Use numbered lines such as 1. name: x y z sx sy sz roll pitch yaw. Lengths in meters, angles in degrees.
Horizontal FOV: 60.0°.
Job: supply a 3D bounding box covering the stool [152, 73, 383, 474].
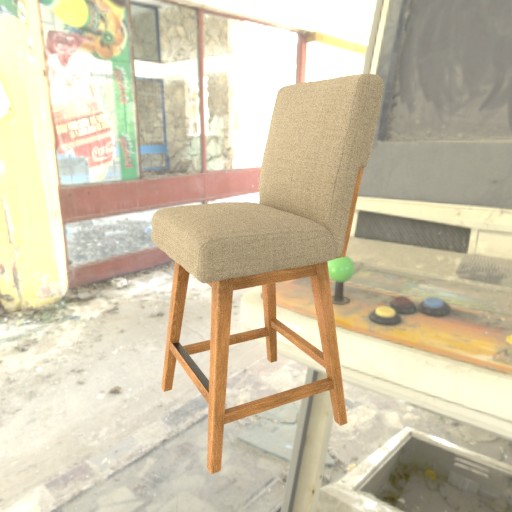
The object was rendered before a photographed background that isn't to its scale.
1. stool: 0.000 0.000 1.330 0.526 1.010 0.459 -8 18 -27
